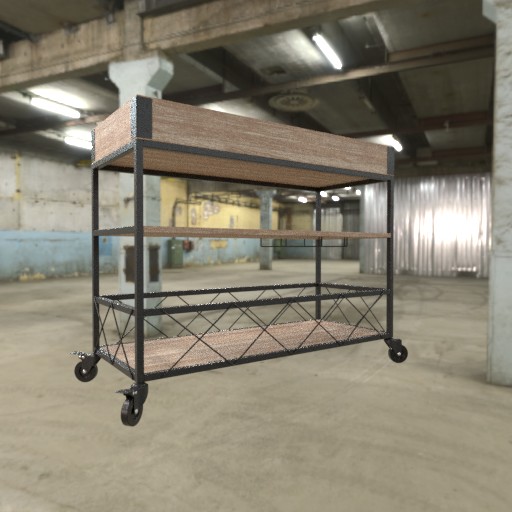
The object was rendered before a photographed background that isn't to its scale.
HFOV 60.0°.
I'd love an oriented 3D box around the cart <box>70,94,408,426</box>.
[{"bbox_3d":[0.000,0.000,1.508,1.101,0.787,0.500,-1,1,-35],"label":"cart"}]
